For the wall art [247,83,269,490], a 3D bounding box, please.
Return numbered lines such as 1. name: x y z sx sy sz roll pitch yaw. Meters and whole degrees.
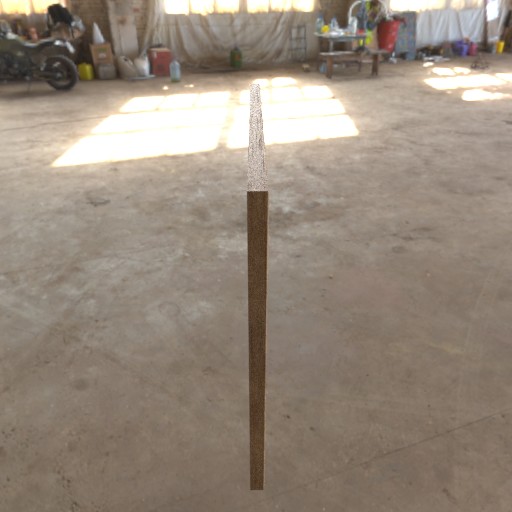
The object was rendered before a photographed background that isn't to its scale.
1. wall art: 0.000 0.000 0.957 0.026 0.588 0.690 0 31 0
